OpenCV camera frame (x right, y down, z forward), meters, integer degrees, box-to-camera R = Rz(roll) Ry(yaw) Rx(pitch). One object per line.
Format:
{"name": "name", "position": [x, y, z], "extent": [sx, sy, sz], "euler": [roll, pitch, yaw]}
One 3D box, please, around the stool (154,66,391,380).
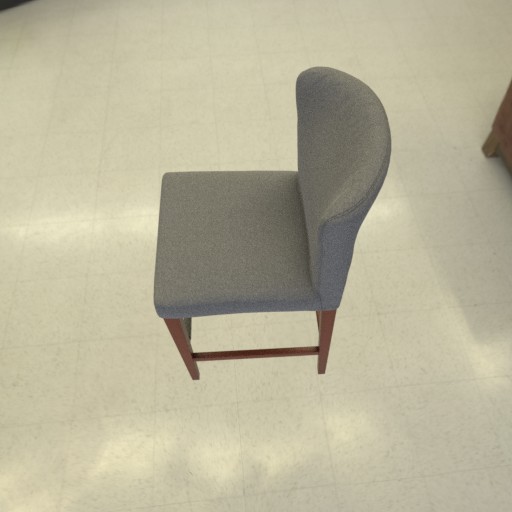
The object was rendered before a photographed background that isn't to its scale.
{"name": "stool", "position": [0.000, 0.000, 1.380], "extent": [0.568, 1.069, 0.481], "euler": [-3, 58, -2]}
